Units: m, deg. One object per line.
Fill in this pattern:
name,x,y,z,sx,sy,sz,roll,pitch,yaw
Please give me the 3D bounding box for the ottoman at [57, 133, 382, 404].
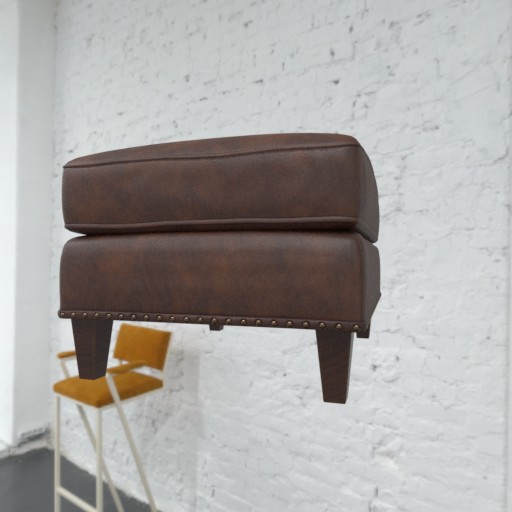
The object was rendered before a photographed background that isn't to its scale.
ottoman,0.000,0.000,1.110,0.586,0.486,0.742,0,-1,18
